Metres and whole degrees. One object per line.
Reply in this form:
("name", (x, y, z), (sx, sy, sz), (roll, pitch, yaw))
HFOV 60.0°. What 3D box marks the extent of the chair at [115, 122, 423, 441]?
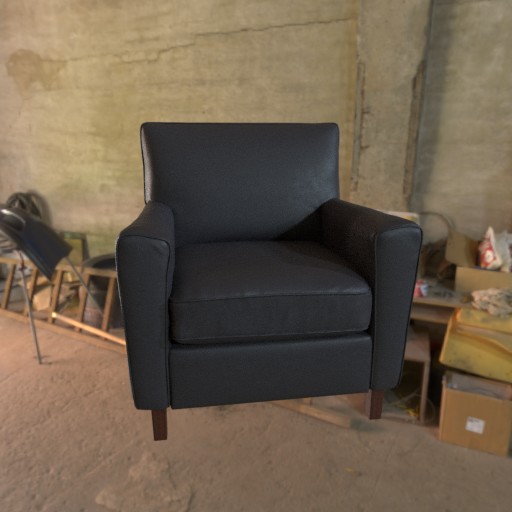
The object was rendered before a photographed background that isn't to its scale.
("chair", (0.000, 0.000, 1.607), (0.870, 0.943, 0.825), (-2, 16, -8))
